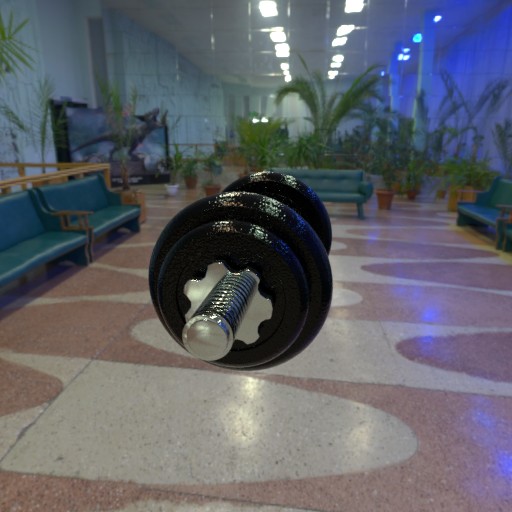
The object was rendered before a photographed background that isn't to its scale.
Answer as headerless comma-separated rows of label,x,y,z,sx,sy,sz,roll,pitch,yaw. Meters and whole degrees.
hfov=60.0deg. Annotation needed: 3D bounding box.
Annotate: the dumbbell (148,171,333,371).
dumbbell,0.000,0.000,0.593,0.202,0.202,0.497,3,16,9
